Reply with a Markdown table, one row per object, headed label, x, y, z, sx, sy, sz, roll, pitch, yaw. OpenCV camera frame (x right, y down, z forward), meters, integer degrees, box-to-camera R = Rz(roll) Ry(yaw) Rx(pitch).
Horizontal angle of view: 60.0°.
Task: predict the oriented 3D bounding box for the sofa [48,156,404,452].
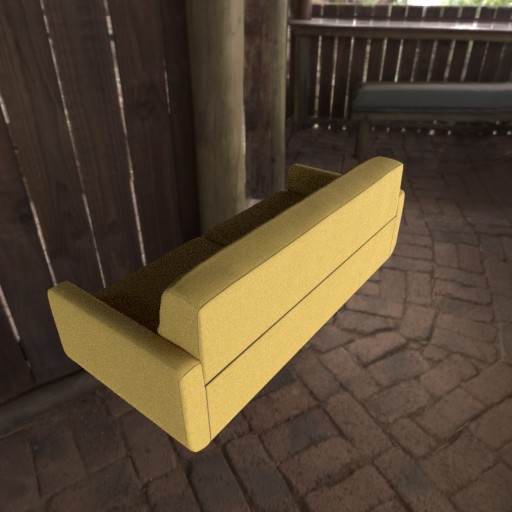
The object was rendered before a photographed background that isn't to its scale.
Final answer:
| label | x | y | z | sx | sy | sz | roll | pitch | yaw |
| --- | --- | --- | --- | --- | --- | --- | --- | --- | --- |
| sofa | 0.000 | 0.000 | 2.519 | 0.909 | 0.841 | 2.029 | 22 | 38 | 31 |
